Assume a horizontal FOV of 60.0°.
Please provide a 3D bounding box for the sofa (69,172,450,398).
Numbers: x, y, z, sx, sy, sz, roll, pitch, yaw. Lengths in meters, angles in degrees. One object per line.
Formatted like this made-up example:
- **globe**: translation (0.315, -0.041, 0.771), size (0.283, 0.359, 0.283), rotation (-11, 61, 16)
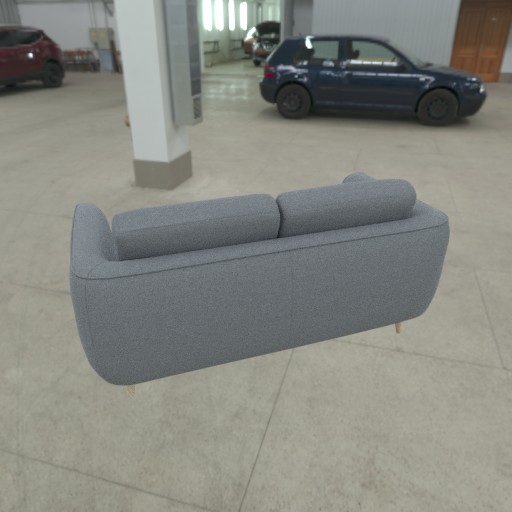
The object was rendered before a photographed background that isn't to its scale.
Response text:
- **sofa**: translation (0.000, 0.000, 2.220), size (1.700, 0.850, 0.920), rotation (-9, 29, -17)
